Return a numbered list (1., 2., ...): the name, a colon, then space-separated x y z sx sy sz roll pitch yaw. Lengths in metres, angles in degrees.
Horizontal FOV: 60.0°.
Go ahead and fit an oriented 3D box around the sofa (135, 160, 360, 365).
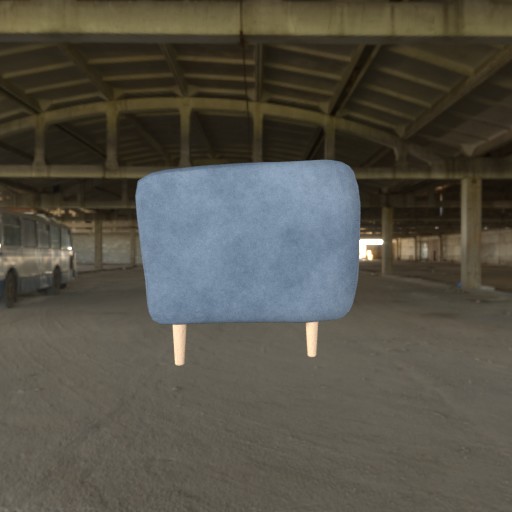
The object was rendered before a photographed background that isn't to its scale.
1. sofa: 0.000 0.000 2.518 0.849 0.795 2.095 0 1 0
